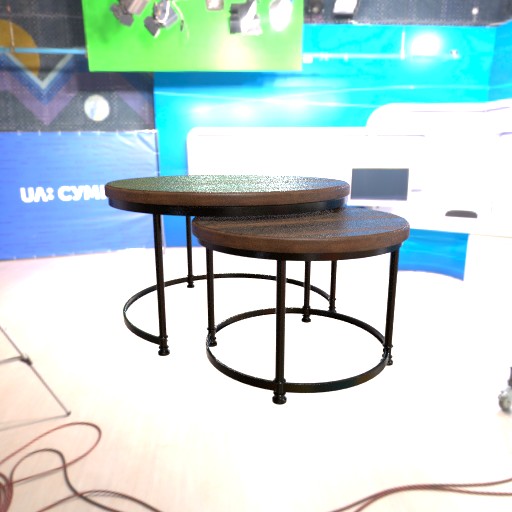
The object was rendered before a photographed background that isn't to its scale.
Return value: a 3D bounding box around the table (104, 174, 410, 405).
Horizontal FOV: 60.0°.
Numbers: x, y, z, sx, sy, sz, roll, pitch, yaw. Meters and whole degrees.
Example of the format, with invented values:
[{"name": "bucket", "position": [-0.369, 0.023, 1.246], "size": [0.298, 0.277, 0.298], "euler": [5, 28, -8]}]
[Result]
[{"name": "table", "position": [0.000, 0.000, 1.586], "size": [0.870, 0.516, 1.152], "euler": [-13, 19, -43]}]
